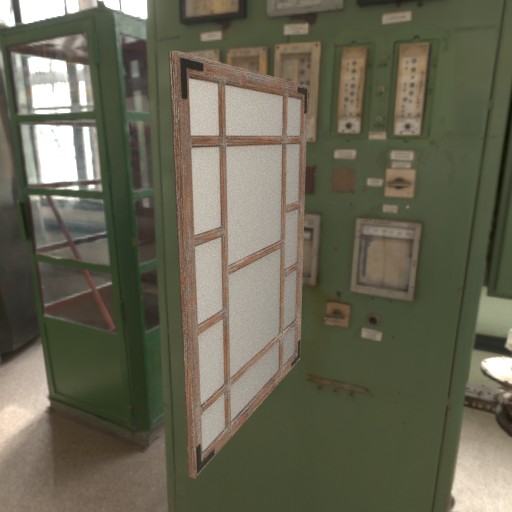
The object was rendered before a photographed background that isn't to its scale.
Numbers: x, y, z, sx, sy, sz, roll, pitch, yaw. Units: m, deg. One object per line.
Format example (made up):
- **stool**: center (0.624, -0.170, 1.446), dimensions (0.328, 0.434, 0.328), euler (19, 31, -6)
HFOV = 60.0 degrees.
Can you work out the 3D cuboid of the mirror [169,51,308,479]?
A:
- **mirror**: center (0.000, 0.000, 1.295), dimensions (0.025, 0.996, 0.705), euler (8, 17, 26)
